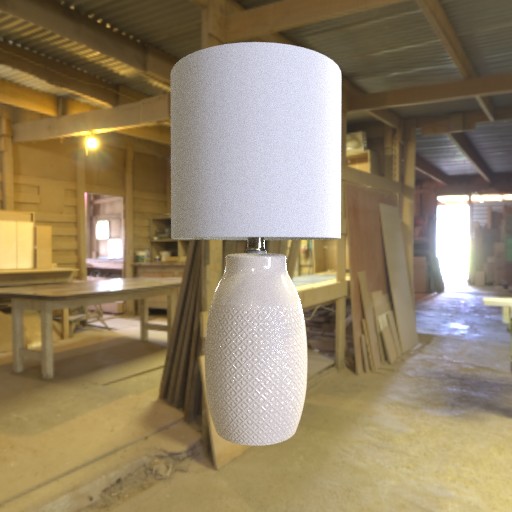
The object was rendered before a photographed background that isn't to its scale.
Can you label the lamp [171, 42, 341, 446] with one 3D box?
[{"bbox_3d":[0.000,0.000,0.577,0.217,0.453,0.217,1,1,35],"label":"lamp"}]
